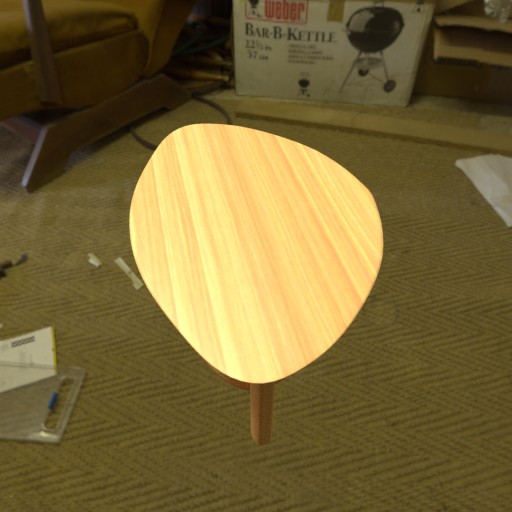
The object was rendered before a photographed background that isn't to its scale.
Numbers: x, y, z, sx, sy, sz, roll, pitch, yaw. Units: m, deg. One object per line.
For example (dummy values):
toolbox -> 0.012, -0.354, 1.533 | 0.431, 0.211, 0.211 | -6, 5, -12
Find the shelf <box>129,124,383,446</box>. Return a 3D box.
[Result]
shelf -> 0.000, 0.000, 1.669 | 0.845, 0.440, 1.246 | -10, 47, -10
